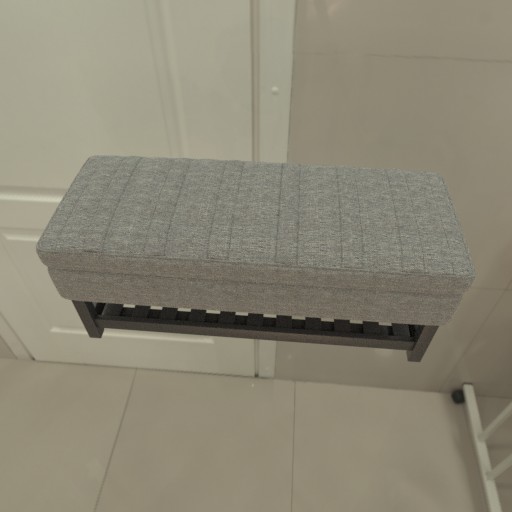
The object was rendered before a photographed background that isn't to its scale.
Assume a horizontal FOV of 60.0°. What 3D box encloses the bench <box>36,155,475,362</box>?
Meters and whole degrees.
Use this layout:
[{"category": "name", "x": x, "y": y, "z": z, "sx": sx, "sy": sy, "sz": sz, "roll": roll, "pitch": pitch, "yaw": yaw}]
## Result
[{"category": "bench", "x": 0.000, "y": 0.000, "z": 1.347, "sx": 1.100, "sy": 0.470, "sz": 0.429, "roll": 4, "pitch": 47, "yaw": 3}]
